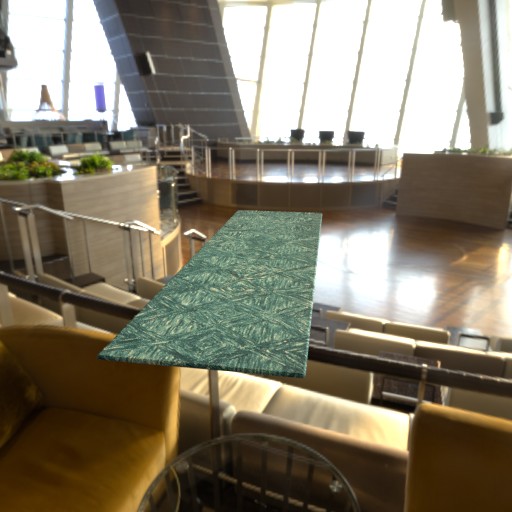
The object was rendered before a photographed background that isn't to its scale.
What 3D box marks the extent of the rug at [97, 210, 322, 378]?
[{"bbox_3d":[0.000,0.000,2.457,0.676,0.016,2.286,3,18,9],"label":"rug"}]
